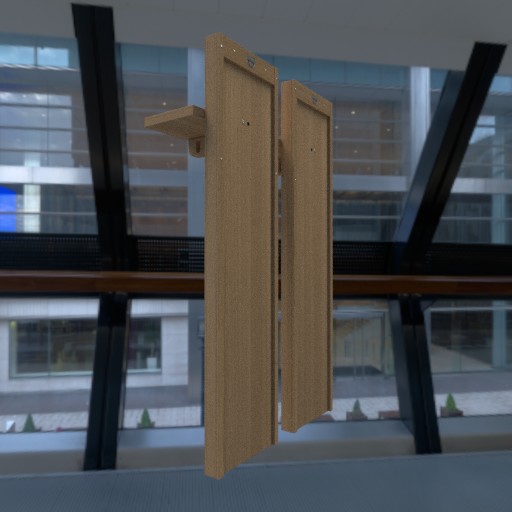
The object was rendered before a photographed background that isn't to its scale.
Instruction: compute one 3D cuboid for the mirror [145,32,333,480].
[{"bbox_3d":[0.000,0.000,1.597,0.260,1.250,0.800,0,0,36],"label":"mirror"}]
